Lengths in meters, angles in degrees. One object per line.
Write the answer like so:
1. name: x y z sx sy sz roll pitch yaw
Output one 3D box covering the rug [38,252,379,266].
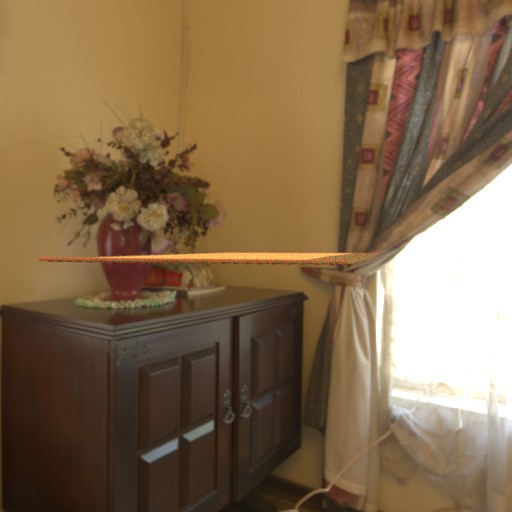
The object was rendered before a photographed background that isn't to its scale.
1. rug: 0.000 0.000 2.404 1.220 0.019 1.838 0 1 18
